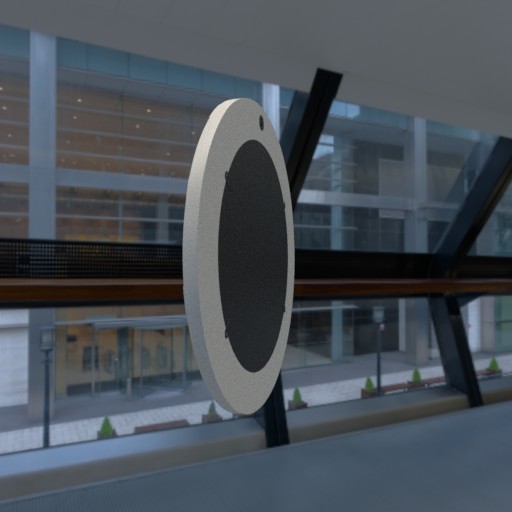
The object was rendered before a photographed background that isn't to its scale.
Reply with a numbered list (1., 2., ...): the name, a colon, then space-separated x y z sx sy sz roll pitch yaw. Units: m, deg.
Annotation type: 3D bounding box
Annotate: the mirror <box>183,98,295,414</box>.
1. mirror: 0.000 0.000 1.359 0.038 0.914 0.914 0 -1 18
